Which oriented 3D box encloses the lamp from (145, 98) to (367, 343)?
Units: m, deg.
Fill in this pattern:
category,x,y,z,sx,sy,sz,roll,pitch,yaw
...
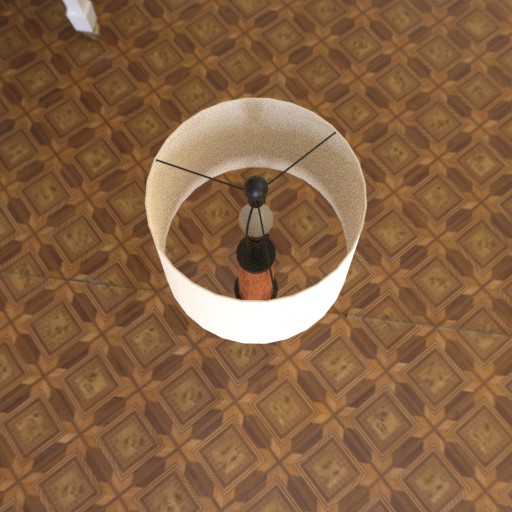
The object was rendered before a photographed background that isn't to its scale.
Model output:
category,x,y,z,sx,sy,sz,roll,pitch,yaw
lamp,0.000,0.000,0.874,0.349,0.667,0.349,0,74,0
